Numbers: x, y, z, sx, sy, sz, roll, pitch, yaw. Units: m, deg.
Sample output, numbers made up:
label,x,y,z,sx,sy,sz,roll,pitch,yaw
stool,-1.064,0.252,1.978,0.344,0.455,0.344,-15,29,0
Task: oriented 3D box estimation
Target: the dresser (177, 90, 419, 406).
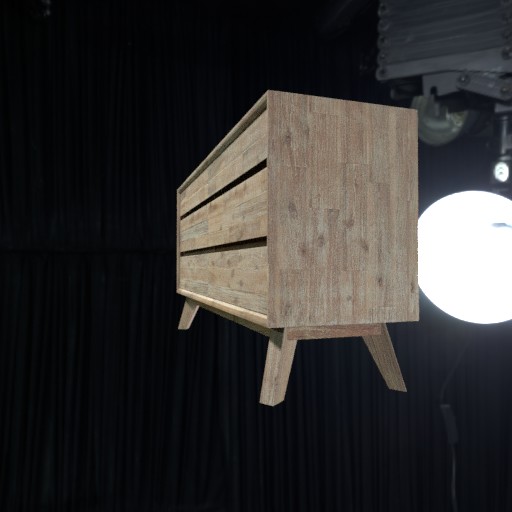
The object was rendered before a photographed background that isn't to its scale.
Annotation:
label,x,y,z,sx,sy,sz,roll,pitch,yaw
dresser,0.000,0.000,1.921,0.455,0.805,1.554,0,-1,-18
